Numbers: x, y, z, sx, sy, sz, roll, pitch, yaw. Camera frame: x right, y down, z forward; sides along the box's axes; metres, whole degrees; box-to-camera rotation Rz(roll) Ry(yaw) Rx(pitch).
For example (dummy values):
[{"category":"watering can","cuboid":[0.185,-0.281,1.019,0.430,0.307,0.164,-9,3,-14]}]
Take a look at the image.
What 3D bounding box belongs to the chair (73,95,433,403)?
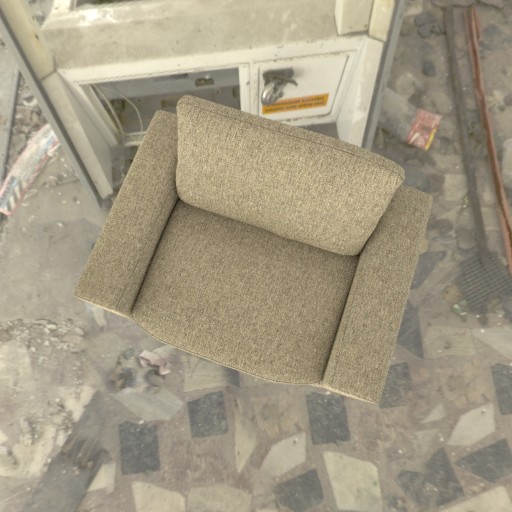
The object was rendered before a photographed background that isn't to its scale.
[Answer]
[{"category":"chair","cuboid":[0.000,0.000,2.086,1.398,0.915,1.039,19,76,5]}]
